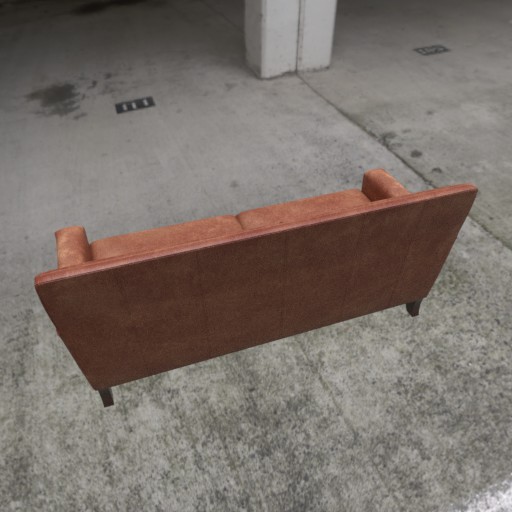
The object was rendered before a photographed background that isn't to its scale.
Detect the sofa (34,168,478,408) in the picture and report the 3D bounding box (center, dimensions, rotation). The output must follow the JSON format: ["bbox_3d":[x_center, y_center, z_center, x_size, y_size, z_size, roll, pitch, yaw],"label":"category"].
[{"bbox_3d":[0.000,0.000,2.485,2.053,0.947,0.805,-13,42,-15],"label":"sofa"}]
